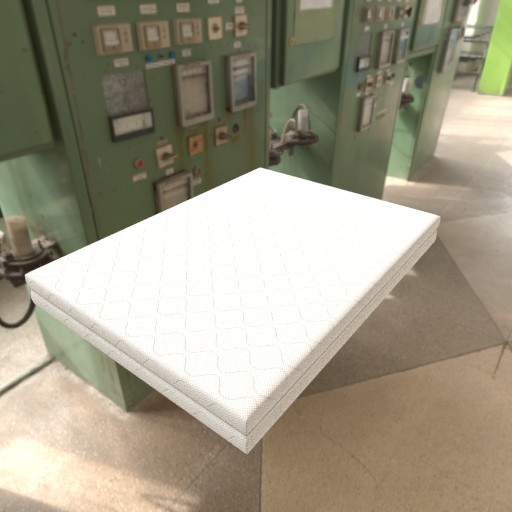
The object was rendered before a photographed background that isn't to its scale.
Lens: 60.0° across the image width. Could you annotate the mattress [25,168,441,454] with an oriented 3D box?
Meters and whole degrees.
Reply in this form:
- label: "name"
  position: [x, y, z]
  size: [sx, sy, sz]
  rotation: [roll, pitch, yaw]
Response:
- label: "mattress"
  position: [0.000, 0.000, 2.481]
  size: [1.400, 0.200, 1.900]
  rotation: [22, 38, 32]
